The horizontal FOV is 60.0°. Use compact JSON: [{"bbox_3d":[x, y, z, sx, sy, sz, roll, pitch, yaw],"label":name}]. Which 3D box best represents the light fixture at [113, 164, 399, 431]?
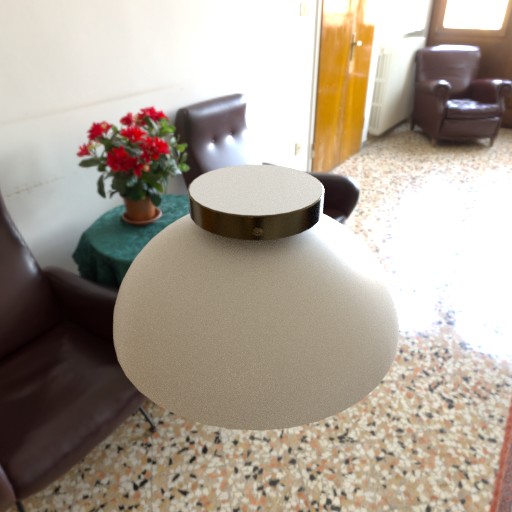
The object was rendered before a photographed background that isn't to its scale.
[{"bbox_3d":[0.000,0.000,0.530,0.355,0.177,0.355,0,31,0],"label":"light fixture"}]
